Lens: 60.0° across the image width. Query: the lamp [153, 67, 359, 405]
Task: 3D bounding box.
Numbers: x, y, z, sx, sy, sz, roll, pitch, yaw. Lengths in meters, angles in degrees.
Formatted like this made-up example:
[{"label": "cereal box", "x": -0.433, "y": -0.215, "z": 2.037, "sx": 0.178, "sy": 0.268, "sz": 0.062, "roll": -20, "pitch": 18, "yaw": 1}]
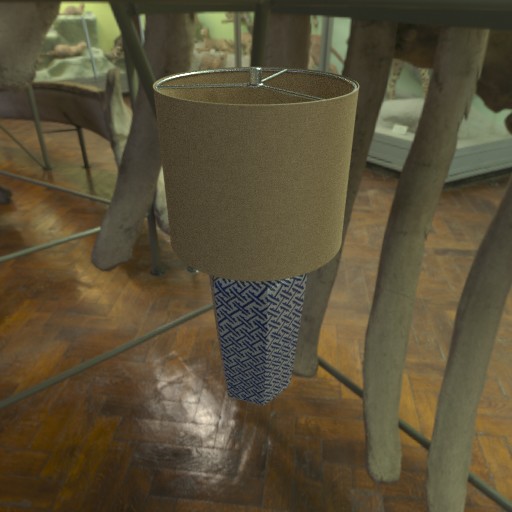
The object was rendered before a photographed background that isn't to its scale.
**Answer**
[{"label": "lamp", "x": 0.000, "y": 0.000, "z": 0.866, "sx": 0.320, "sy": 0.682, "sz": 0.320, "roll": -22, "pitch": 38, "yaw": -32}]
